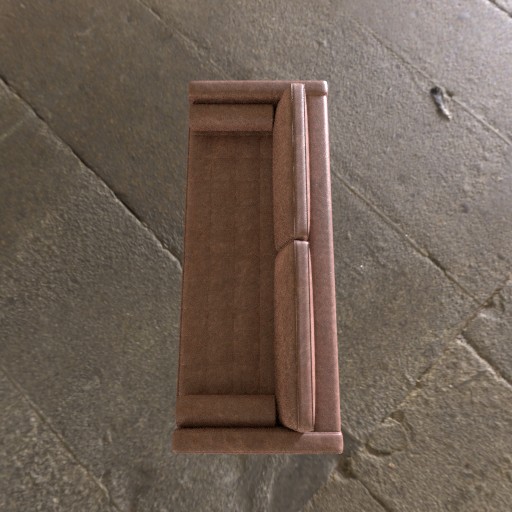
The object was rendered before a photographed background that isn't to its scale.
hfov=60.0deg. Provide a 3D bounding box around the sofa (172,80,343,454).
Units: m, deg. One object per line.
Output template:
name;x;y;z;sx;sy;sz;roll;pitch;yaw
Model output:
sofa;0.000;0.000;2.723;0.914;0.762;2.210;0;76;0
